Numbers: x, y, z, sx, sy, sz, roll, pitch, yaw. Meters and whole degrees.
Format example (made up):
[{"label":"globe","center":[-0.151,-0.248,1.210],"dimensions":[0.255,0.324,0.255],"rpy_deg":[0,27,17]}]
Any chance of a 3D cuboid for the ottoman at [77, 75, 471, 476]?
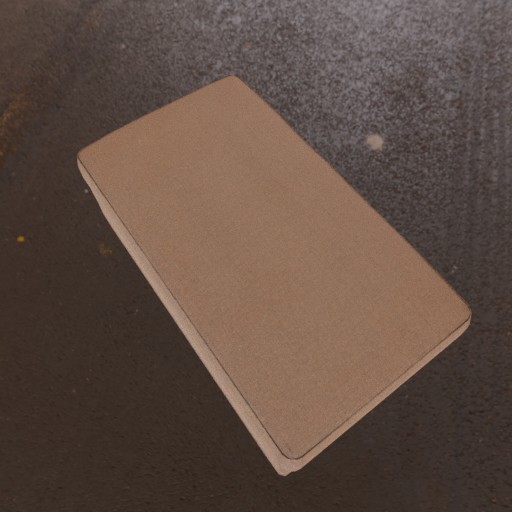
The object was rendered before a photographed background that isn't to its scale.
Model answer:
[{"label":"ottoman","center":[0.000,0.000,1.387],"dimensions":[0.617,0.448,1.097],"rpy_deg":[-33,67,-16]}]
